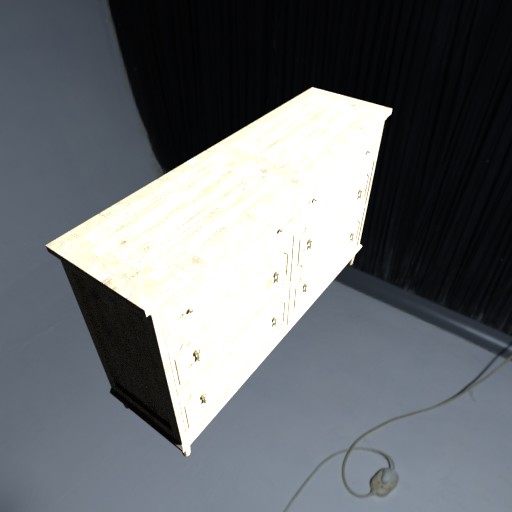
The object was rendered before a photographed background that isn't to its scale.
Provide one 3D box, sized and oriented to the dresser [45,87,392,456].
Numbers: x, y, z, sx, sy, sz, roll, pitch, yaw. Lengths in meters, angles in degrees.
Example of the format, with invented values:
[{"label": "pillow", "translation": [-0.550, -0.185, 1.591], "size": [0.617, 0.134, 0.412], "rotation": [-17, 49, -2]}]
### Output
[{"label": "dresser", "translation": [0.000, 0.000, 2.129], "size": [0.457, 1.016, 1.626], "rotation": [26, 48, 26]}]
